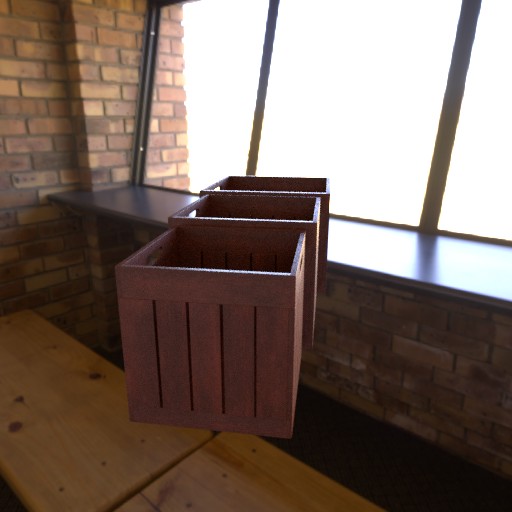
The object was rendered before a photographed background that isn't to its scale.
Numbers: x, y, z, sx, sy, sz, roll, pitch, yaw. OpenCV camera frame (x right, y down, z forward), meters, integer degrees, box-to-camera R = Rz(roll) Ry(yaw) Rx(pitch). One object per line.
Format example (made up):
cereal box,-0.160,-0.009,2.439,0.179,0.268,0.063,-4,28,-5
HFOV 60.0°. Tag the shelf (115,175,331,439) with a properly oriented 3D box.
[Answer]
shelf,0.000,0.000,1.227,0.393,0.311,1.064,3,17,9
